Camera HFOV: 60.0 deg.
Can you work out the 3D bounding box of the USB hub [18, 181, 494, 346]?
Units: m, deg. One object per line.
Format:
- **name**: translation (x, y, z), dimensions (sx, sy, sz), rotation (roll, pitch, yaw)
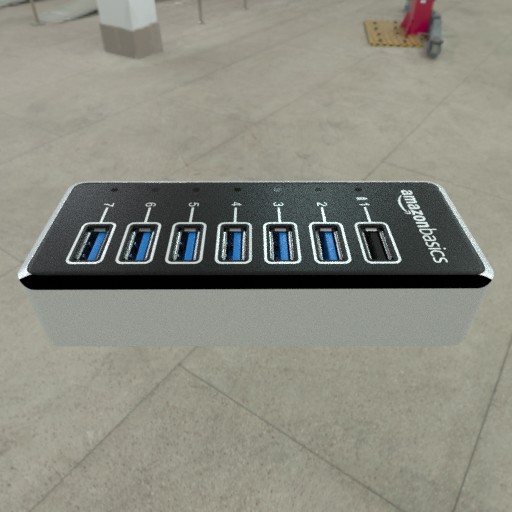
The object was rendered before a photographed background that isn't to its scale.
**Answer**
- **USB hub**: translation (0.000, 0.000, 0.123), dimensions (0.110, 0.023, 0.044), rotation (0, 40, 0)
